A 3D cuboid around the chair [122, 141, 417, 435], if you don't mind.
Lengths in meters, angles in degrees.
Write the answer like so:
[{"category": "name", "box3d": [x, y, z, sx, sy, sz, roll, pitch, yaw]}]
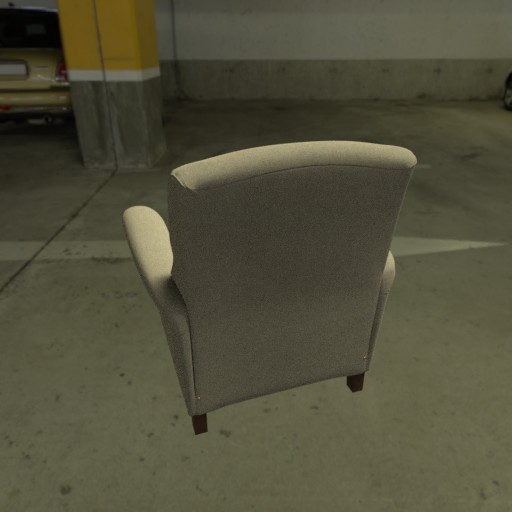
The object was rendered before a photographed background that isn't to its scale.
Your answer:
[{"category": "chair", "box3d": [0.000, 0.000, 1.802, 0.978, 1.061, 0.905, -9, 27, -17]}]
